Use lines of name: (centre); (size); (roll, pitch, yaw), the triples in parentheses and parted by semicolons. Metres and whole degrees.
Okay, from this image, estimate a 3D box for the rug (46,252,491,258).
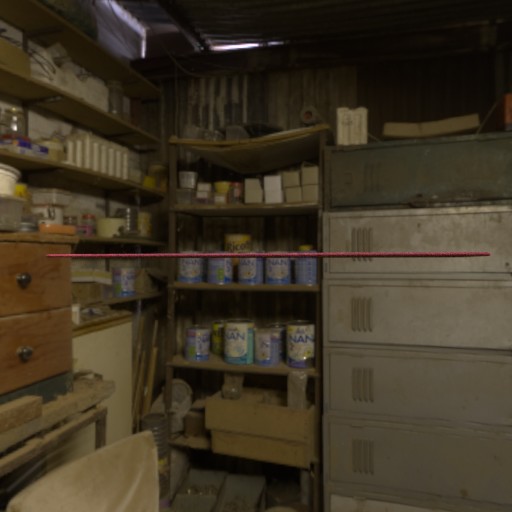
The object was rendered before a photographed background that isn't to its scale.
rug: (0.000, 0.000, 2.712); (2.439, 0.018, 0.813); (0, -1, 18)
